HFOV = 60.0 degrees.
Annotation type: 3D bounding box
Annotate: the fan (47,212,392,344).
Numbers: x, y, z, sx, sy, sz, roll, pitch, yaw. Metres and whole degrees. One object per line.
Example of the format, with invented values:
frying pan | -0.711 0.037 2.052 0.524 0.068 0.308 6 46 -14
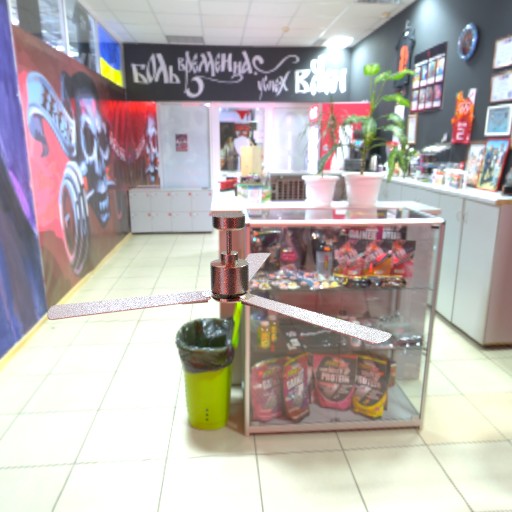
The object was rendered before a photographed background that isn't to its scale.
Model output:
fan | 0.000 0.000 2.354 1.531 0.446 1.561 8 16 27
